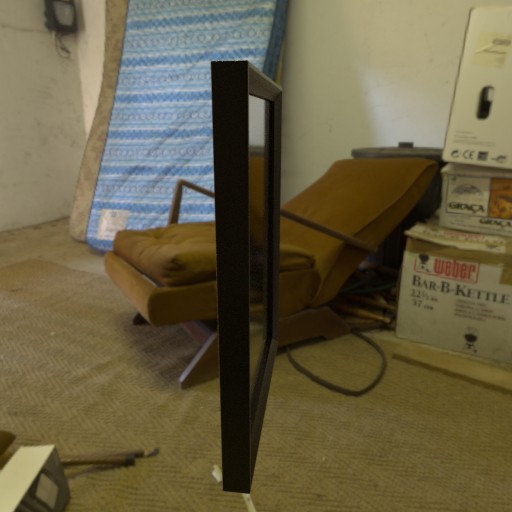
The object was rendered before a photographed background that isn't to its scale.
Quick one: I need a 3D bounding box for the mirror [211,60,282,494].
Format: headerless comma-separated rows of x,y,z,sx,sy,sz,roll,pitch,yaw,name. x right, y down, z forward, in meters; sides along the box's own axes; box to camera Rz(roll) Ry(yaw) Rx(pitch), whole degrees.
0.000,0.000,0.683,0.041,0.509,0.406,2,17,7,mirror
